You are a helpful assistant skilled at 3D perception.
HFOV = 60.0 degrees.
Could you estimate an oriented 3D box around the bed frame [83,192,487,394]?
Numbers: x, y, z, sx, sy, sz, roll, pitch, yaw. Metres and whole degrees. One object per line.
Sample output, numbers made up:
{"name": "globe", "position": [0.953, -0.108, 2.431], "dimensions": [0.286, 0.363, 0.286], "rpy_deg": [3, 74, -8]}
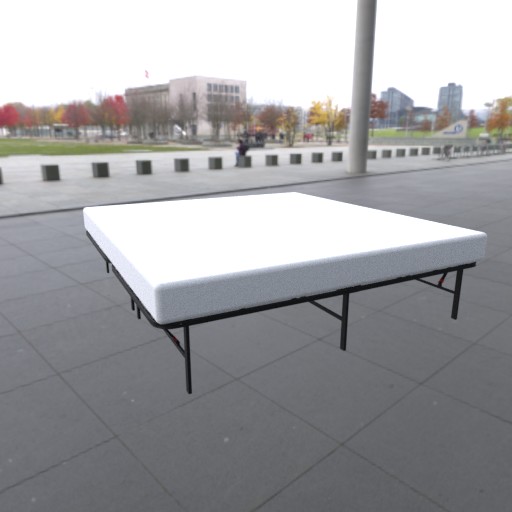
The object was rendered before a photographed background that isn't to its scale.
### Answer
{"name": "bed frame", "position": [0.000, 0.000, 3.024], "dimensions": [1.935, 0.525, 2.033], "rpy_deg": [-8, 18, -27]}
